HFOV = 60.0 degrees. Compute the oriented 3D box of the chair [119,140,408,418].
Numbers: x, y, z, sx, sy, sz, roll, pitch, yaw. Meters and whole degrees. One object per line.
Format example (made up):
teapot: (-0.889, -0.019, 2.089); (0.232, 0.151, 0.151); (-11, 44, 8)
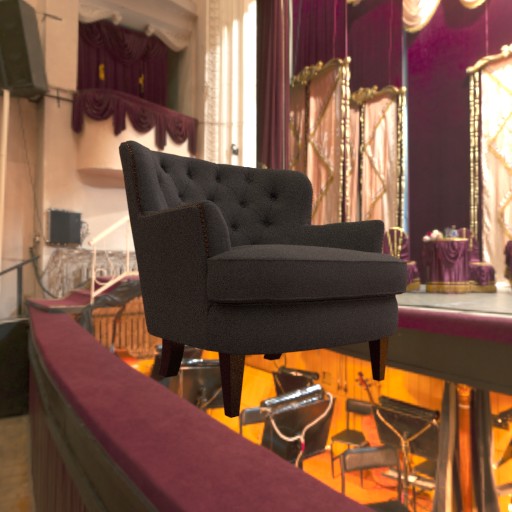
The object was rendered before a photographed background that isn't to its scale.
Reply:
chair: (0.000, 0.000, 1.602); (0.848, 0.868, 0.906); (1, -2, -38)
